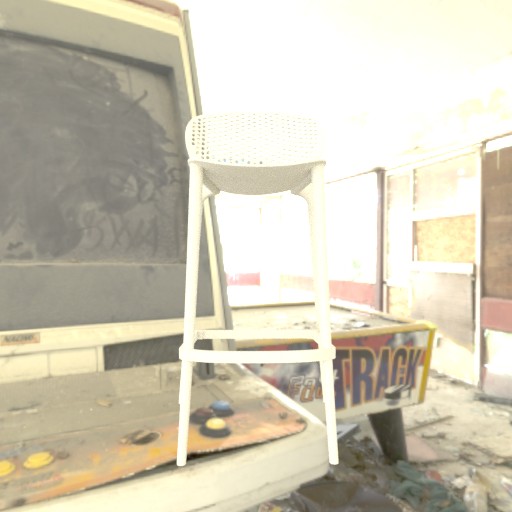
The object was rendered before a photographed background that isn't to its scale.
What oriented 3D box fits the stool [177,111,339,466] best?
[{"bbox_3d":[0.000,0.000,1.351,0.536,1.045,0.535,0,0,-1],"label":"stool"}]
